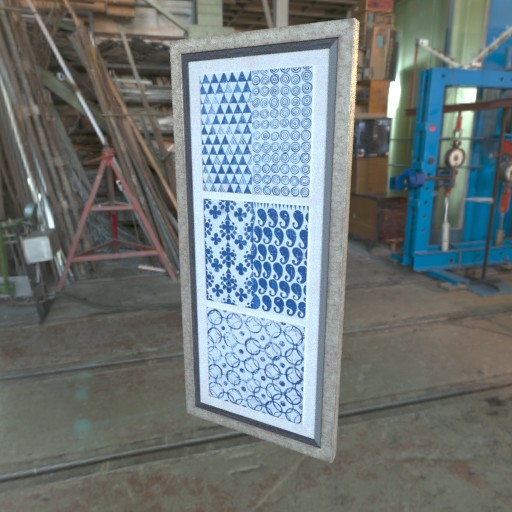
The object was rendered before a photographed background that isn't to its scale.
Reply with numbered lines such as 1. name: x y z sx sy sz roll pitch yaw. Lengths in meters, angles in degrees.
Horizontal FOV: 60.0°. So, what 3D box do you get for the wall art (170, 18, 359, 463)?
1. wall art: 0.000 0.000 1.585 0.648 1.461 0.051 8 17 27
